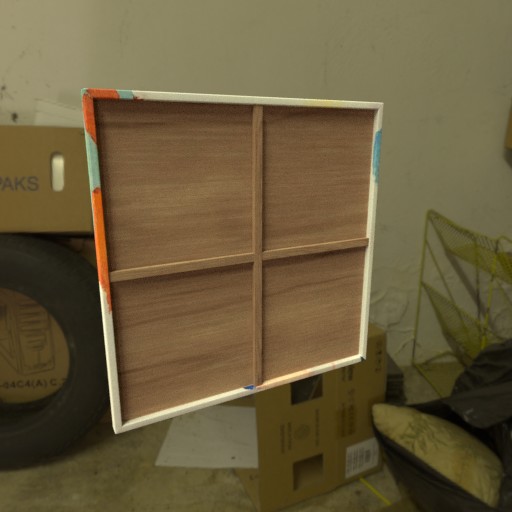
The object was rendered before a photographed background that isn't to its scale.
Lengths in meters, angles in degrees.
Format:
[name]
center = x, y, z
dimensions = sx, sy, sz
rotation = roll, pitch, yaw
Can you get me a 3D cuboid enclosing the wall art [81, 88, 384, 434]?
[wall art]
center = 0.000, 0.000, 1.503
dimensions = 1.017, 1.017, 0.044
rotation = -8, 17, -27
